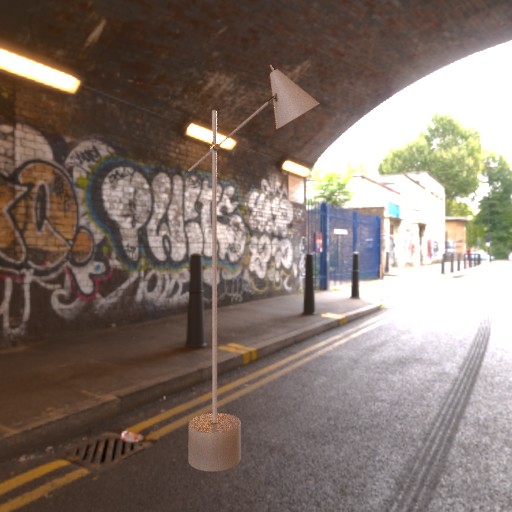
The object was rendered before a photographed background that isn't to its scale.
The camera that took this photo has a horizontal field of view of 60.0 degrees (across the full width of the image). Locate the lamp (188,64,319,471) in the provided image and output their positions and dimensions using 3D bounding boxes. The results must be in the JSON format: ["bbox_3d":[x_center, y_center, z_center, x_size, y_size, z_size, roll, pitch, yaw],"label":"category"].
[{"bbox_3d":[0.000,0.000,1.629,0.508,1.430,0.223,0,1,-20],"label":"lamp"}]
